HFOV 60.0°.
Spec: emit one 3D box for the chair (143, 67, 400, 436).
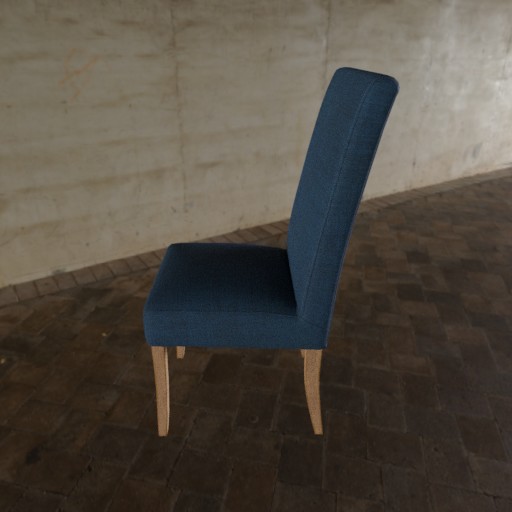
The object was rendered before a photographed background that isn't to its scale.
[{"bbox_3d":[0.000,0.000,1.330,0.610,1.029,0.450,0,25,-1],"label":"chair"}]
